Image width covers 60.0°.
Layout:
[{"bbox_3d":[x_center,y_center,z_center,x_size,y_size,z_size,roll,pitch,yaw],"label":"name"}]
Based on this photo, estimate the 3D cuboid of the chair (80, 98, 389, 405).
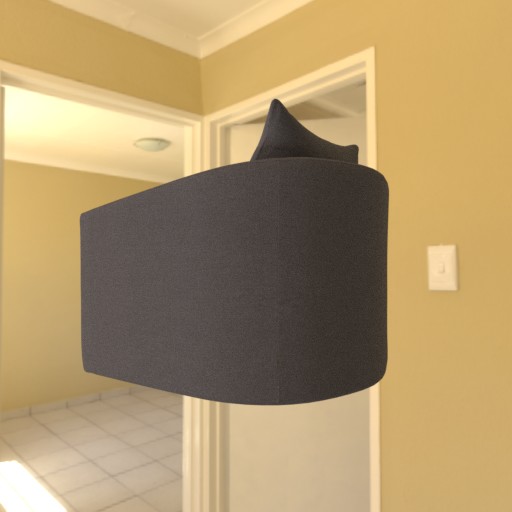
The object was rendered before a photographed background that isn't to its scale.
[{"bbox_3d":[0.000,0.000,1.582,0.910,0.848,0.845,-1,-2,36],"label":"chair"}]
